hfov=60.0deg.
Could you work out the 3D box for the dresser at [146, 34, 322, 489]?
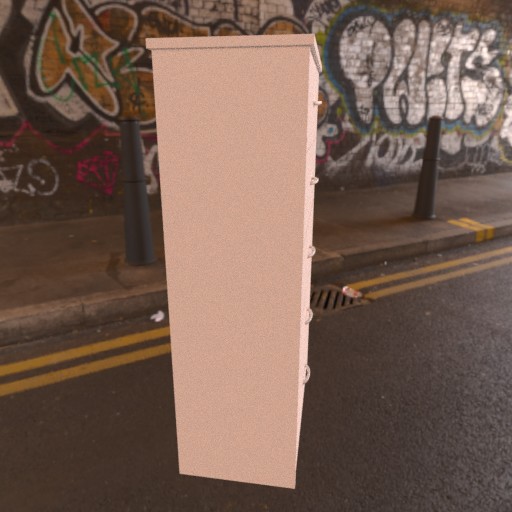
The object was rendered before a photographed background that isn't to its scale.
[{"bbox_3d":[0.000,0.000,1.511,0.399,1.255,0.704,3,18,9],"label":"dresser"}]
